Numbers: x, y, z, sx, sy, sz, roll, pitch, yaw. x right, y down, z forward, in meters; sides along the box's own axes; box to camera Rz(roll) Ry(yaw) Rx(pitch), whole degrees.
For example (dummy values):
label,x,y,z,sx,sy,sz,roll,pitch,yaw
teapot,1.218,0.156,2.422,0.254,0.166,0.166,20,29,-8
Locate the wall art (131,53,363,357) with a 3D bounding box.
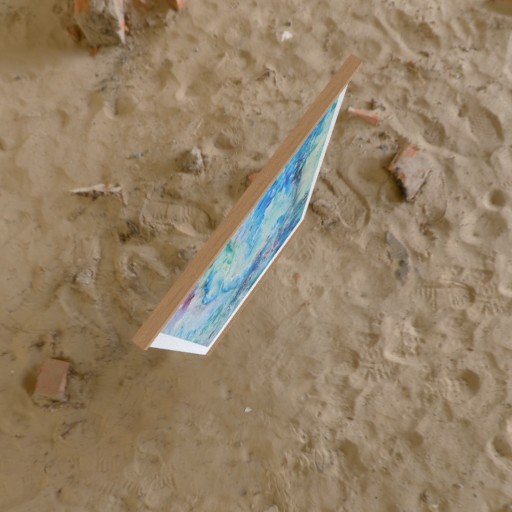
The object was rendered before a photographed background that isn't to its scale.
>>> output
label,x,y,z,sx,sy,sz,roll,pitch,yaw
wall art,0.000,0.000,1.904,0.040,1.510,0.991,35,79,8
